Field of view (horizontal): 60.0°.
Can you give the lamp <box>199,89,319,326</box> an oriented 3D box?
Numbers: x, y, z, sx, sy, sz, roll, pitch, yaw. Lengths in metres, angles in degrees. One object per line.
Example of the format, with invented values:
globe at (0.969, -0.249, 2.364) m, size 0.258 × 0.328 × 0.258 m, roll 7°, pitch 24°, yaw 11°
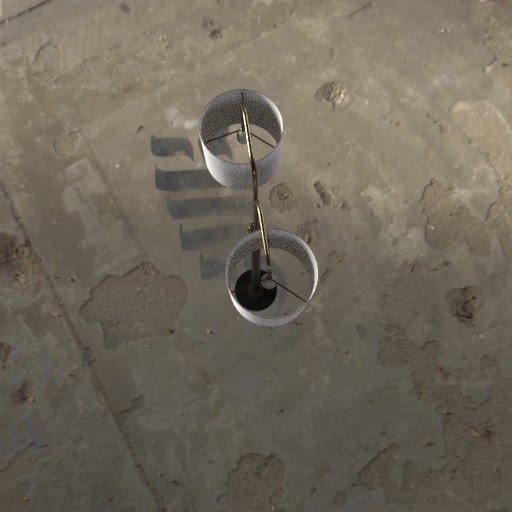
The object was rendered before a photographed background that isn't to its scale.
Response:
lamp at (0.000, 0.000, 1.902) m, size 0.254 × 1.587 × 0.711 m, roll -11°, pitch 75°, yaw -3°
